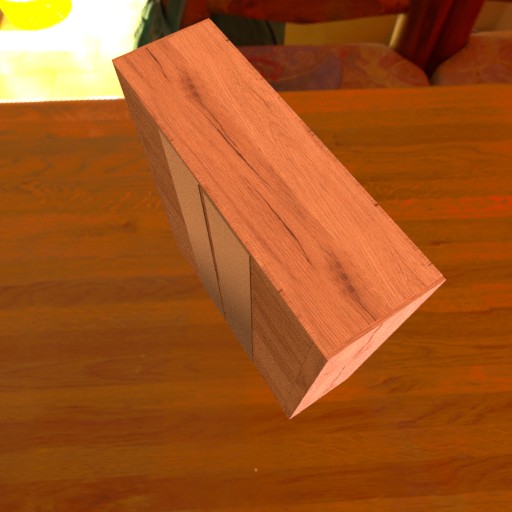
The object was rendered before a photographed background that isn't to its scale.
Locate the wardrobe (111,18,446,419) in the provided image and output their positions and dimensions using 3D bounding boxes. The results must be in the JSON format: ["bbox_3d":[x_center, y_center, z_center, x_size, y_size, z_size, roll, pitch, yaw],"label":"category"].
[{"bbox_3d":[0.000,0.000,2.908,0.580,2.070,1.810,-30,68,-14],"label":"wardrobe"}]
